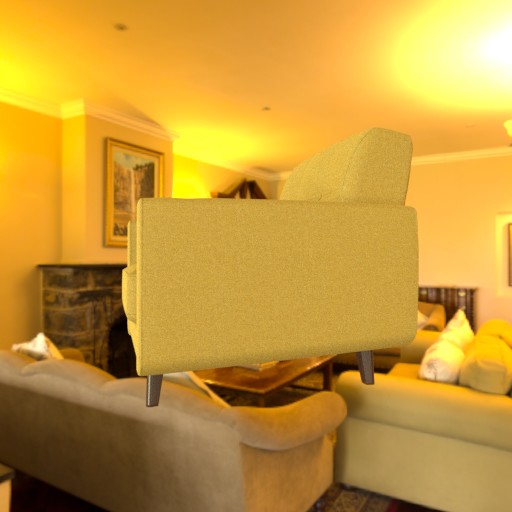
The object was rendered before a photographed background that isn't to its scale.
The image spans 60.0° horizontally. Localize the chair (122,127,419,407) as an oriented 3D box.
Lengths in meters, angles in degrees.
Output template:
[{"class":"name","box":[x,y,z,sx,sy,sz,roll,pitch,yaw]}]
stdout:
[{"class":"chair","box":[0.000,0.000,1.593,0.909,0.841,0.831,0,0,-18]}]
